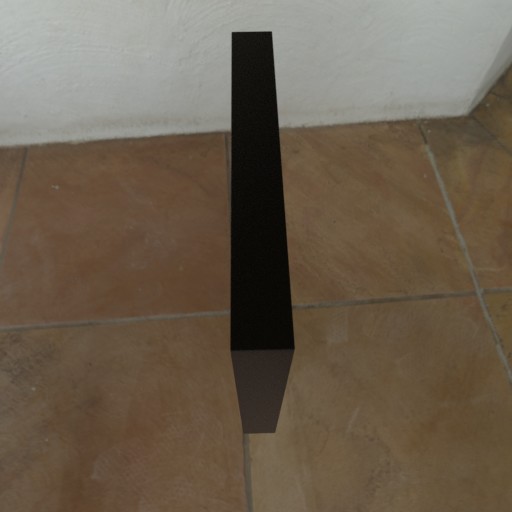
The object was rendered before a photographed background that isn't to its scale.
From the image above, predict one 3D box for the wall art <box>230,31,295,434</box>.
[{"bbox_3d":[0.000,0.000,0.457,0.037,0.299,0.299,-1,60,-1],"label":"wall art"}]
